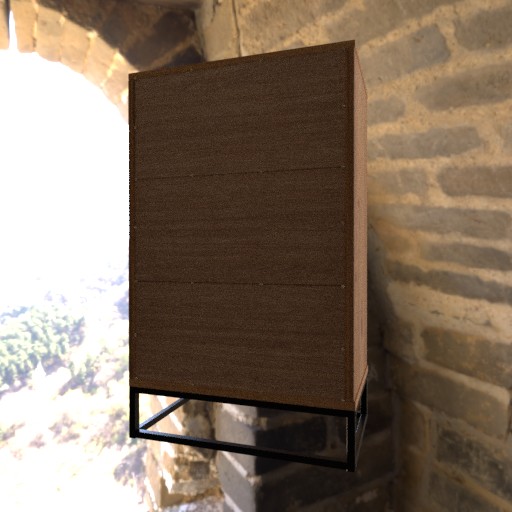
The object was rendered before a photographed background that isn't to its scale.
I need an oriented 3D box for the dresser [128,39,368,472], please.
[{"bbox_3d":[0.000,0.000,1.611,0.761,1.240,0.479,0,0,19],"label":"dresser"}]
